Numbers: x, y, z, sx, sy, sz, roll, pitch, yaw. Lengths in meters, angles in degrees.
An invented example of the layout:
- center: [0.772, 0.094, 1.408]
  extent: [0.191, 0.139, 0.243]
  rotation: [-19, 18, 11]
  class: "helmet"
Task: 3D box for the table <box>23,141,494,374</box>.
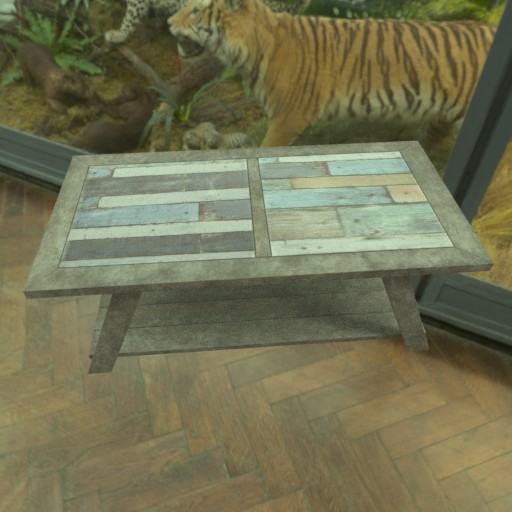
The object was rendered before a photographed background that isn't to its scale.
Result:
- center: [0.000, 0.000, 1.522]
  extent: [1.219, 0.470, 0.610]
  rotation: [-3, 46, -3]
  class: "table"
